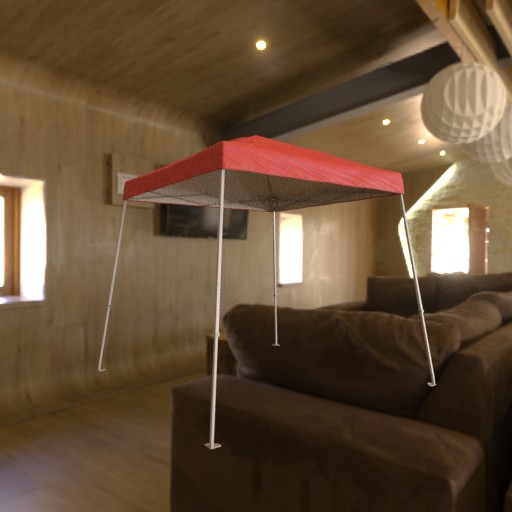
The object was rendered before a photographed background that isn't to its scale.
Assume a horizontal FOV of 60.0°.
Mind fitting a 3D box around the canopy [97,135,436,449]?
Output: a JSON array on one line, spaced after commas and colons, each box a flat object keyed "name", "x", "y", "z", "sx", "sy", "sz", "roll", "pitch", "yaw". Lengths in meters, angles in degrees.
[{"name": "canopy", "x": 0.000, "y": 0.000, "z": 6.606, "sx": 3.600, "sy": 3.600, "sz": 3.599, "roll": 0, "pitch": -1, "yaw": -36}]
